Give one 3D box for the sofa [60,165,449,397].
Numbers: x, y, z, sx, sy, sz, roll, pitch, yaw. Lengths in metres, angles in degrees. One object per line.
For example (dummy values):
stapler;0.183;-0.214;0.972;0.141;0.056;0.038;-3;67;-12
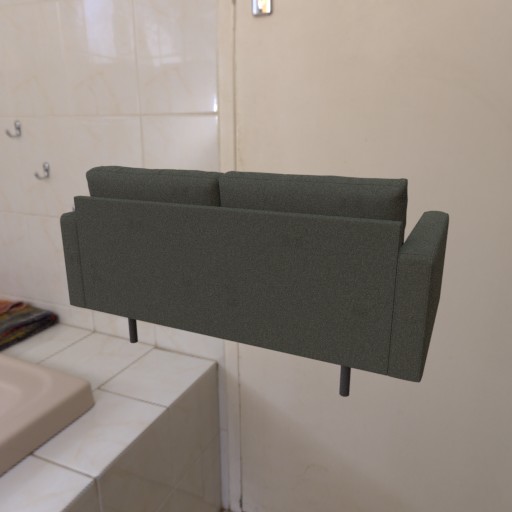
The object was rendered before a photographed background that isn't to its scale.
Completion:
sofa;0.000;0.000;2.249;1.730;0.897;0.889;7;17;25
